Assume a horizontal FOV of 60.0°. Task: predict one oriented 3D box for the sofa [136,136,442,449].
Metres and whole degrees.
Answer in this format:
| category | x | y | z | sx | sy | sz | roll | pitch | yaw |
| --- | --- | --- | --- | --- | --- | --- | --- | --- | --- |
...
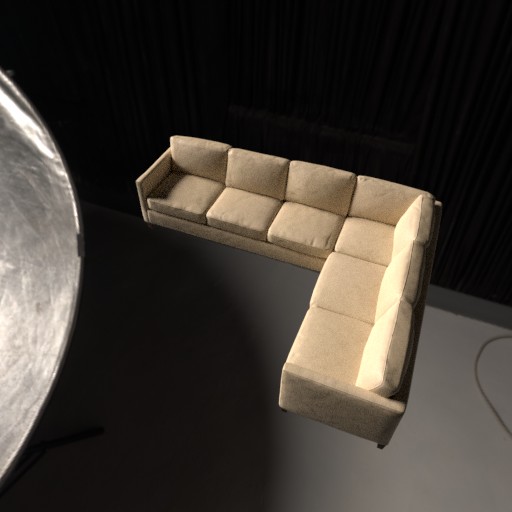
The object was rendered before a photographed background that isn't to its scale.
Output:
| category | x | y | z | sx | sy | sz | roll | pitch | yaw |
| --- | --- | --- | --- | --- | --- | --- | --- | --- | --- |
| sofa | 0.000 | 0.000 | 4.509 | 3.302 | 0.947 | 2.593 | 16 | 48 | 15 |
